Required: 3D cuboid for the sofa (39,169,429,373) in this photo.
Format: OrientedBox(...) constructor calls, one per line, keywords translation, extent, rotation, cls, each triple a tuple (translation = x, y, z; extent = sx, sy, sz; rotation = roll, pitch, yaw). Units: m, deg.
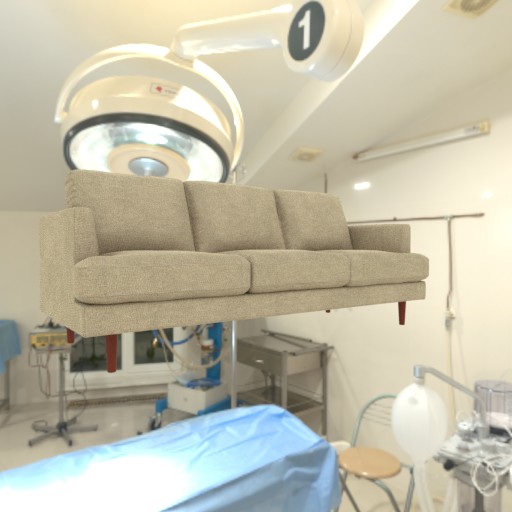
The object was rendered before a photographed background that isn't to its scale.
OrientedBox(translation=(0.000, 0.000, 2.656), extent=(2.246, 0.930, 0.903), rotation=(-1, 1, -36), cls="sofa")
